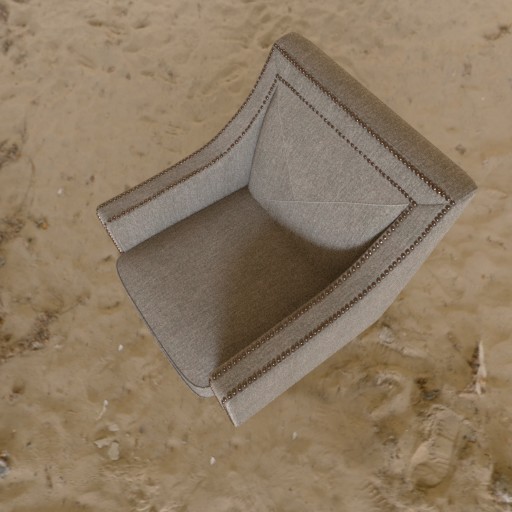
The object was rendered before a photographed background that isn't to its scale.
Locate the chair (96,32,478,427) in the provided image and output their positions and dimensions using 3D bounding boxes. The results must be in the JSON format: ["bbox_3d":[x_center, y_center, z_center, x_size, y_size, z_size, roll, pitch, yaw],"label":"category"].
[{"bbox_3d":[0.000,0.000,1.563,0.884,0.967,0.776,-33,67,-16],"label":"chair"}]
